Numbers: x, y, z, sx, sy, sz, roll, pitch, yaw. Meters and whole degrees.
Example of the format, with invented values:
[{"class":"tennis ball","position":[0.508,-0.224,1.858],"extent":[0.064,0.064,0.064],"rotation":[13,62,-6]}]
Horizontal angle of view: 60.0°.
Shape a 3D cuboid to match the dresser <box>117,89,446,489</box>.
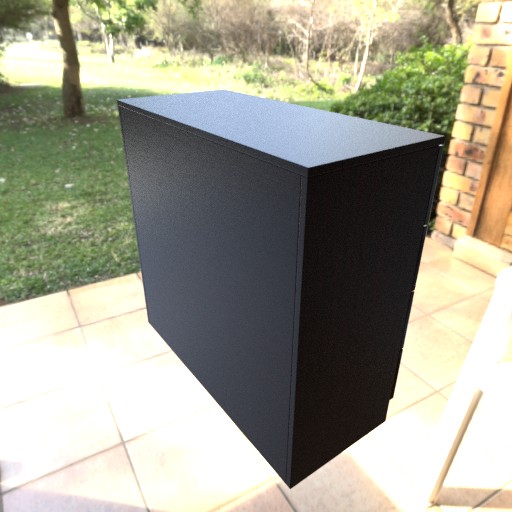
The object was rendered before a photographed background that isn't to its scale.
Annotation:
[{"class":"dresser","position":[0.000,0.000,1.159],"extent":[0.360,0.720,0.750],"rotation":[-19,33,-31]}]
